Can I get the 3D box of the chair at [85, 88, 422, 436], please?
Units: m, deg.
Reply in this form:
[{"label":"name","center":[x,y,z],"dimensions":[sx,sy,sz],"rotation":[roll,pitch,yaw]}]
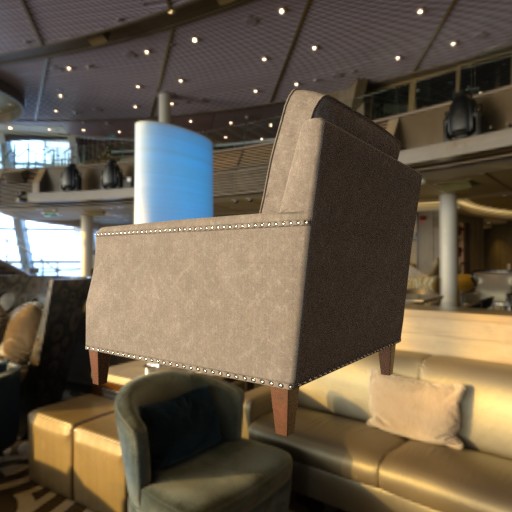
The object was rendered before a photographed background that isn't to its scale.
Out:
[{"label":"chair","center":[0.000,0.000,1.701],"dimensions":[1.014,0.948,0.853],"rotation":[-1,-1,36]}]
